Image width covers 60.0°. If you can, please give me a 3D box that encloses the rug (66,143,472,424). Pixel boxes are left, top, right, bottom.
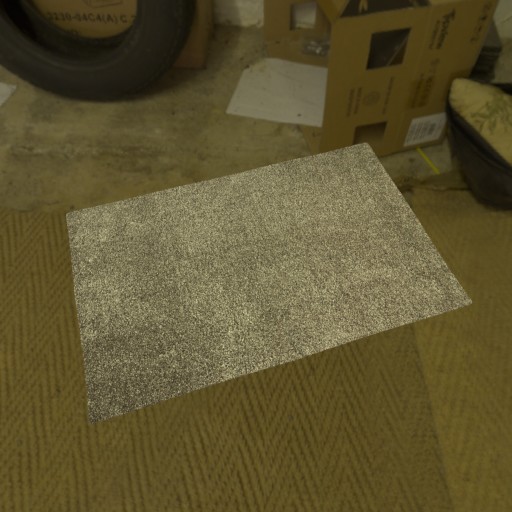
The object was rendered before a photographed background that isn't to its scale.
[{"bbox_3d":[0.000,0.000,2.953,2.352,0.025,1.501,-15,58,-10],"label":"rug"}]
